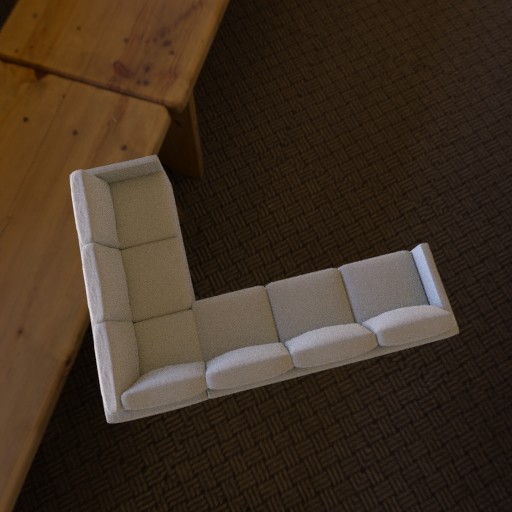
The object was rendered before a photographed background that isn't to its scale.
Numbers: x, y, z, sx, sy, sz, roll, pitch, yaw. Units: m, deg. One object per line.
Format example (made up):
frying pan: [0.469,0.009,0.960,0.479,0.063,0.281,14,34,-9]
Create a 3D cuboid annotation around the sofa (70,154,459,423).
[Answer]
sofa: [0.000,0.000,4.532,3.333,0.934,2.522,-13,76,-4]
